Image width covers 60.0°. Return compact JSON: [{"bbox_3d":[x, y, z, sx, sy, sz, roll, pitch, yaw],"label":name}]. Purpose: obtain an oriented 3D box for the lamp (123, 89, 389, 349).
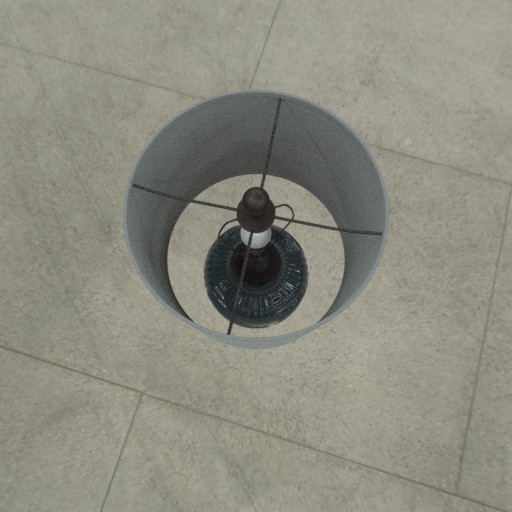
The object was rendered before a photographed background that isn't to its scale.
[{"bbox_3d":[0.000,0.000,0.771,0.318,0.567,0.318,0,76,0],"label":"lamp"}]
